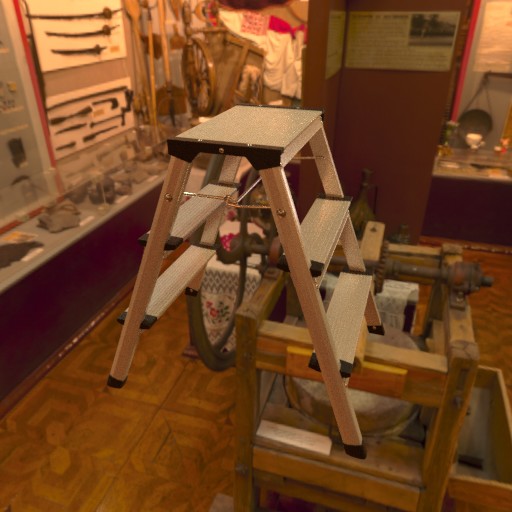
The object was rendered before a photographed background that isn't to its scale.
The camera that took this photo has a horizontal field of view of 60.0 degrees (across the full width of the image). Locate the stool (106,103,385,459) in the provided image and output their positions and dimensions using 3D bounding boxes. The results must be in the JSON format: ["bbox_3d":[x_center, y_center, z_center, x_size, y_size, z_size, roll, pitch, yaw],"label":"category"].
[{"bbox_3d":[0.000,0.000,1.017,0.622,0.605,0.437,10,31,17],"label":"stool"}]
